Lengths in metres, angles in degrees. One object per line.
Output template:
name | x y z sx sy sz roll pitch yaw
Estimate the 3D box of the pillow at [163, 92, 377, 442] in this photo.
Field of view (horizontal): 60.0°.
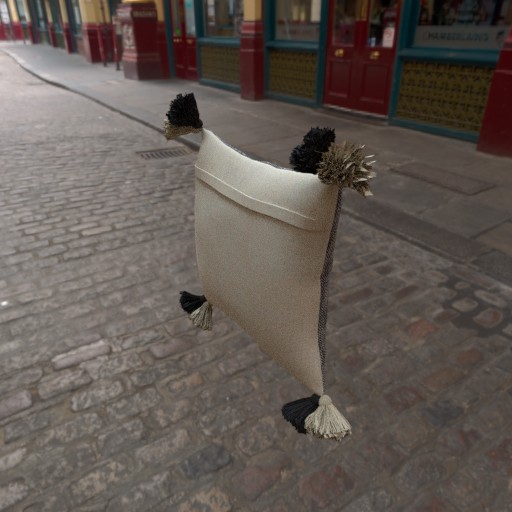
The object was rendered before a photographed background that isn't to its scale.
pillow | 0.000 0.000 0.993 0.170 0.659 0.654 -17 32 -30
